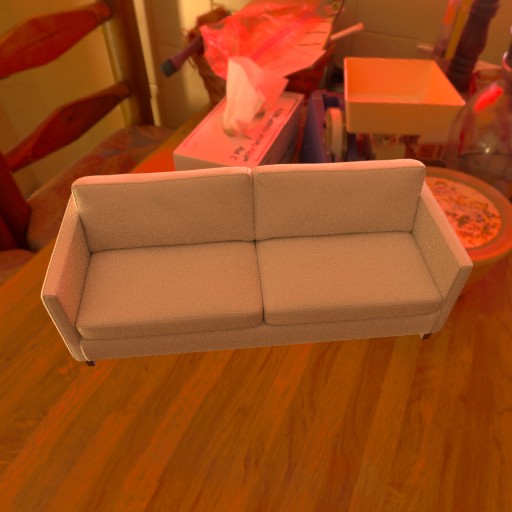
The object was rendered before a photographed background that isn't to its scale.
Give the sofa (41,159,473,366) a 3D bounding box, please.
[{"bbox_3d":[0.000,0.000,2.865,2.361,0.962,0.951,-4,46,-4],"label":"sofa"}]
